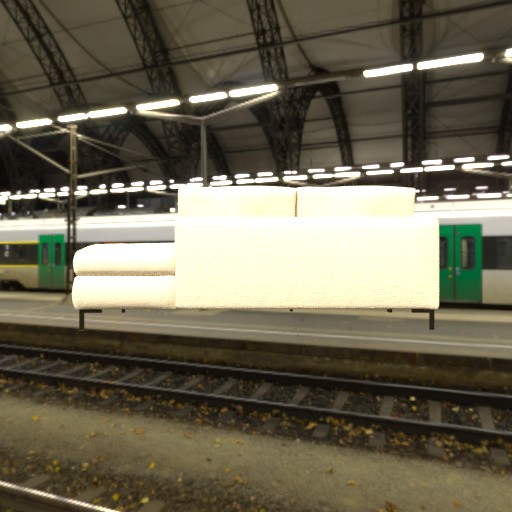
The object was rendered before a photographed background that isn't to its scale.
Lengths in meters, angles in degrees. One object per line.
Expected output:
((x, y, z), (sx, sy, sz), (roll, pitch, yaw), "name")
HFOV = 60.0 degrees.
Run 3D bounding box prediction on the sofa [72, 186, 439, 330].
((0.000, 0.000, 3.848), (2.007, 0.815, 2.949), (0, 0, 0), "sofa")
